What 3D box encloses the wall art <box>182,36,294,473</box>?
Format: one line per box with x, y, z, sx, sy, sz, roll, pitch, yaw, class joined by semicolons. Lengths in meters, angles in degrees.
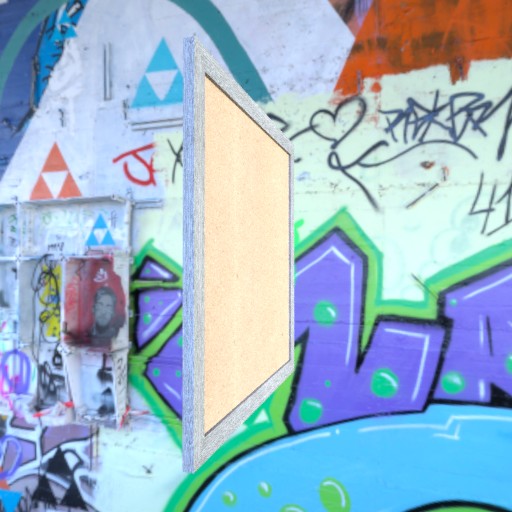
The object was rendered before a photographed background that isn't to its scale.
0.000;0.000;1.021;0.020;0.685;0.685;0;-1;18;wall art
